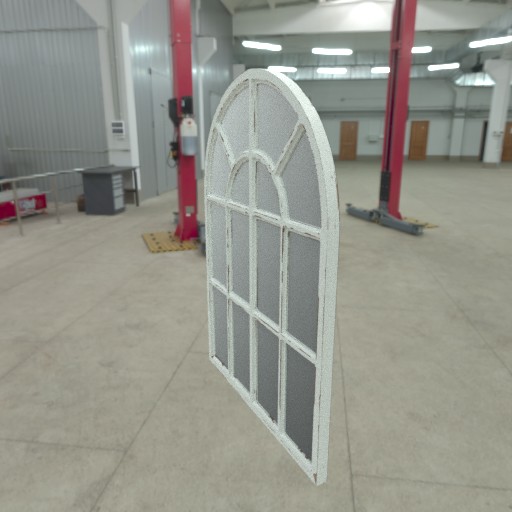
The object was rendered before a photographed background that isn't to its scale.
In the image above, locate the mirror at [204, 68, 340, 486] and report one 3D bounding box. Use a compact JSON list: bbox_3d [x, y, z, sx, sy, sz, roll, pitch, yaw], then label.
[{"bbox_3d":[0.000,0.000,1.175,0.032,0.920,0.660,-8,17,-26],"label":"mirror"}]
